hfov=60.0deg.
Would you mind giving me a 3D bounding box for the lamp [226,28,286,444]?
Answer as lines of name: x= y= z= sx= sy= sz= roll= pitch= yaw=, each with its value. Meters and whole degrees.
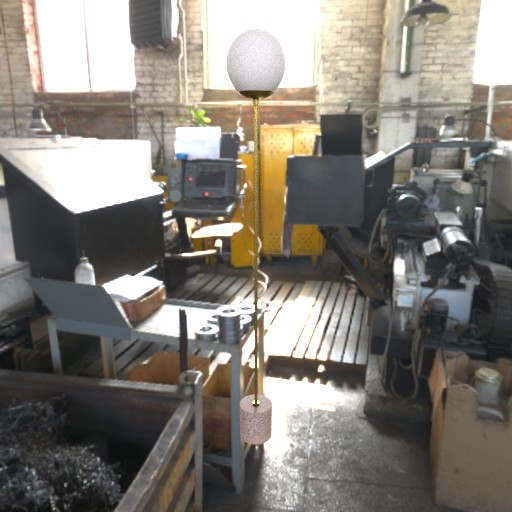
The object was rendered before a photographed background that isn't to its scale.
lamp: x=0.000 y=0.000 z=1.875 sx=0.229 sy=1.748 sz=0.229 roll=-8 pitch=17 yaw=-26
